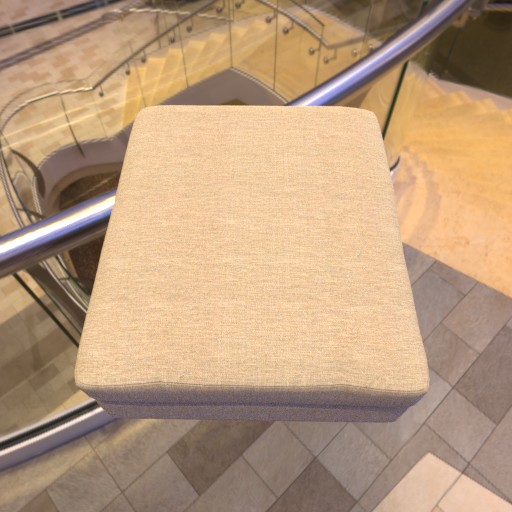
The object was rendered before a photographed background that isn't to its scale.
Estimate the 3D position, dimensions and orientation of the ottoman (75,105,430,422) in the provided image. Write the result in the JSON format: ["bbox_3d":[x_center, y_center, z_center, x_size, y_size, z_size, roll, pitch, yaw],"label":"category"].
[{"bbox_3d":[0.000,0.000,1.413,0.836,0.492,0.976,1,57,0],"label":"ottoman"}]
